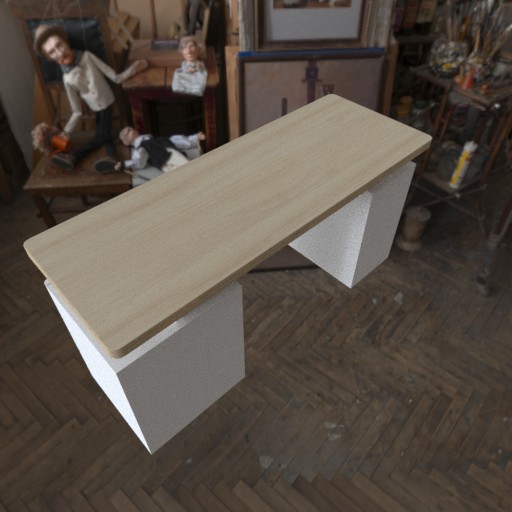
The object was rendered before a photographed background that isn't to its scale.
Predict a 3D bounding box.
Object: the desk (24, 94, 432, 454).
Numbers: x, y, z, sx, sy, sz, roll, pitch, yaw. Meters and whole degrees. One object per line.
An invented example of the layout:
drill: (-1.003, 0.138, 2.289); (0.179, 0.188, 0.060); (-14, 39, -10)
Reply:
desk: (0.000, 0.000, 1.871); (1.500, 0.755, 0.550); (-34, 54, -29)
